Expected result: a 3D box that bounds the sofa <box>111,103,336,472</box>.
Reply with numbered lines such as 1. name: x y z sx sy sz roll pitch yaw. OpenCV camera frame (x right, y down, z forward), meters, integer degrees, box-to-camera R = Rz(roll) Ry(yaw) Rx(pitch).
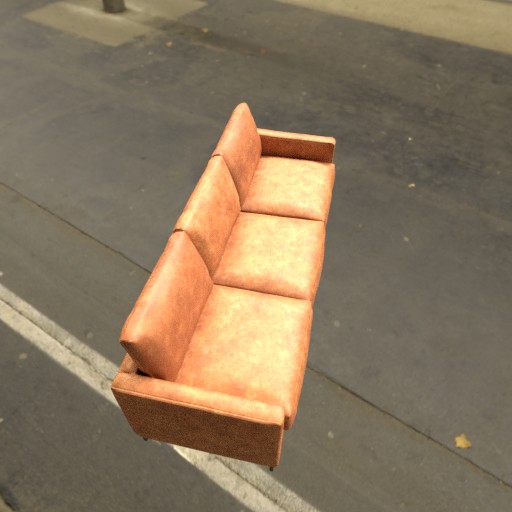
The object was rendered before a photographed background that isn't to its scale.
1. sofa: 0.000 0.000 2.494 0.748 0.863 2.029 9 48 9
